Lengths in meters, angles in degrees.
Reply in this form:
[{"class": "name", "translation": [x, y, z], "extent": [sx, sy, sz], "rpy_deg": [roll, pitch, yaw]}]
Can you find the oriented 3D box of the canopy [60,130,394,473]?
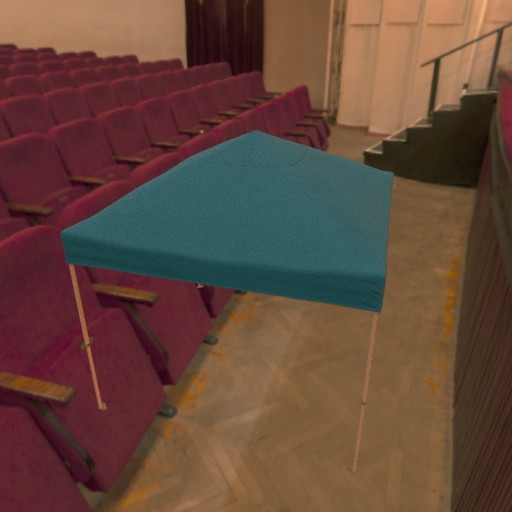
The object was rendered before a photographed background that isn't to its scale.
[{"class": "canopy", "translation": [0.000, 0.000, 5.394], "extent": [2.996, 2.997, 2.998], "rpy_deg": [8, 28, 15]}]
